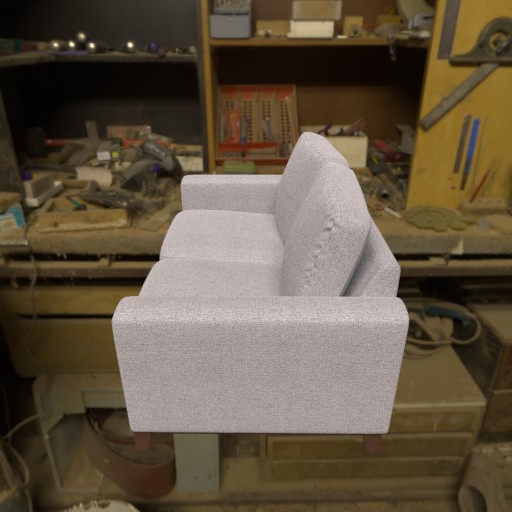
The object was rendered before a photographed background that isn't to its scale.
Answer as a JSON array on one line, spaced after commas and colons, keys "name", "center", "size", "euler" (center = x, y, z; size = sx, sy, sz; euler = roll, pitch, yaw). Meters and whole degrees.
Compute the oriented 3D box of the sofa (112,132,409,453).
[{"name": "sofa", "center": [0.000, 0.000, 1.994], "size": [0.917, 0.873, 1.420], "euler": [0, 27, 1]}]
